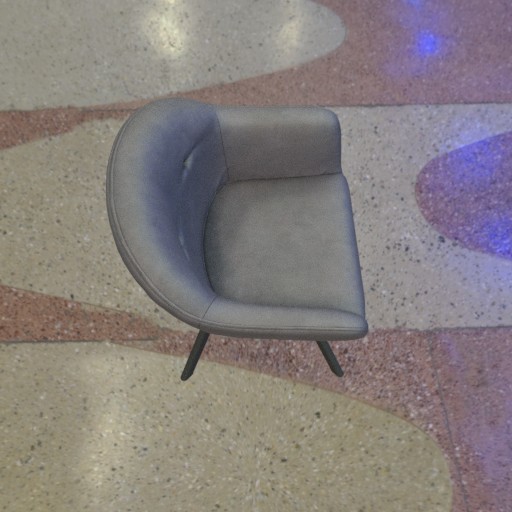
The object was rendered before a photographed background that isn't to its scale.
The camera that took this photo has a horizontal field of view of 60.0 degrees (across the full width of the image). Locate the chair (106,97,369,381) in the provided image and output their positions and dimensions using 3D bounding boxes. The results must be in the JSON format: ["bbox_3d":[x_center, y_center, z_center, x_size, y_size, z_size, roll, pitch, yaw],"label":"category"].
[{"bbox_3d":[0.000,0.000,1.150,0.544,0.781,0.567,-1,64,-1],"label":"chair"}]
